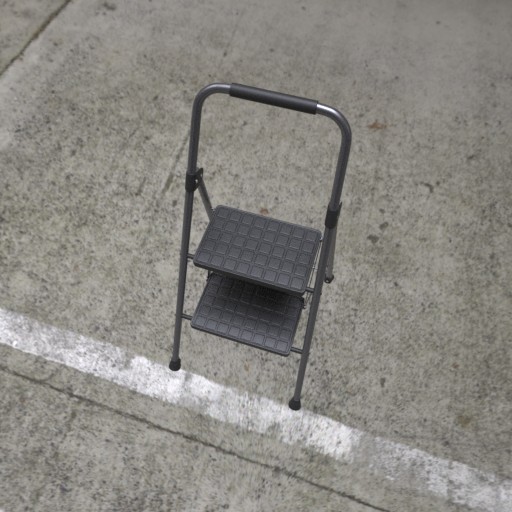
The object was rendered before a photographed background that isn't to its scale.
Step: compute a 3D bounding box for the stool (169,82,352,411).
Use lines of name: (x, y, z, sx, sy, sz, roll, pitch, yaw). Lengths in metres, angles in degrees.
stool: (0.000, 0.000, 1.171, 0.450, 0.872, 0.514, 15, 61, 9)
